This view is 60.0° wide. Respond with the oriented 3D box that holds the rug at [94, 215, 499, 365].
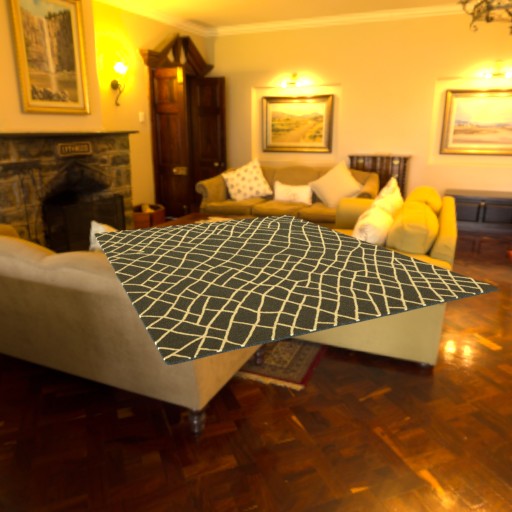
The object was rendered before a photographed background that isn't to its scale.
[{"bbox_3d":[0.000,0.000,3.994,2.439,0.022,3.047,-8,18,-25],"label":"rug"}]
